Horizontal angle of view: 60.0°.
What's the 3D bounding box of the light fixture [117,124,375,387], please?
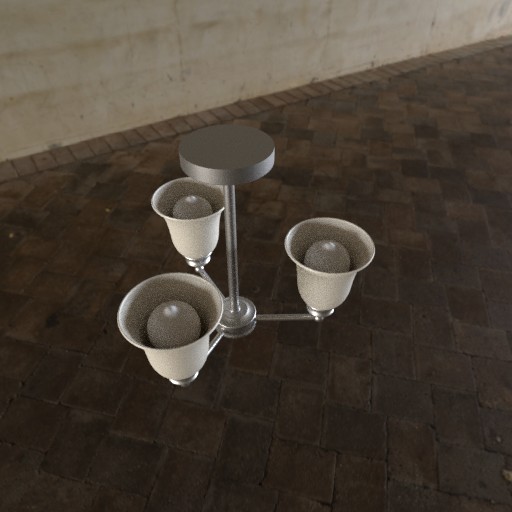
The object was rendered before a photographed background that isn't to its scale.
[{"bbox_3d":[0.000,0.000,0.679,0.354,0.370,0.388,0,41,0],"label":"light fixture"}]
